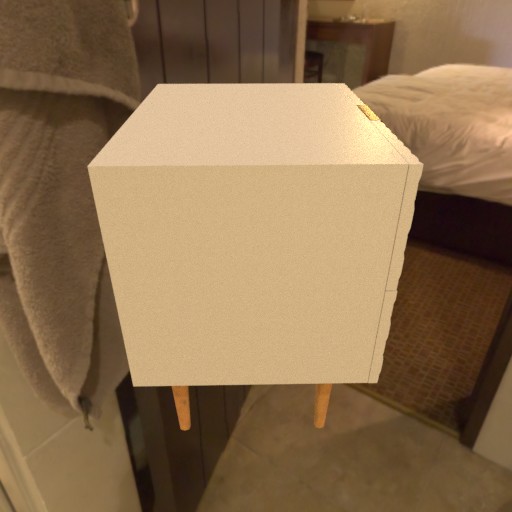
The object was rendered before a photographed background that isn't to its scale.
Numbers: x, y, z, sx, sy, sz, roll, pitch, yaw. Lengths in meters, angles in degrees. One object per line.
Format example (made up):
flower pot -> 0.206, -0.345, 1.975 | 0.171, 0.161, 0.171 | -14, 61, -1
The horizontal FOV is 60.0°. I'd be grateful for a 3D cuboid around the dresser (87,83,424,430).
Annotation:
dresser -> 0.000, 0.000, 0.896 | 0.414, 0.568, 0.503 | -1, 32, -1
